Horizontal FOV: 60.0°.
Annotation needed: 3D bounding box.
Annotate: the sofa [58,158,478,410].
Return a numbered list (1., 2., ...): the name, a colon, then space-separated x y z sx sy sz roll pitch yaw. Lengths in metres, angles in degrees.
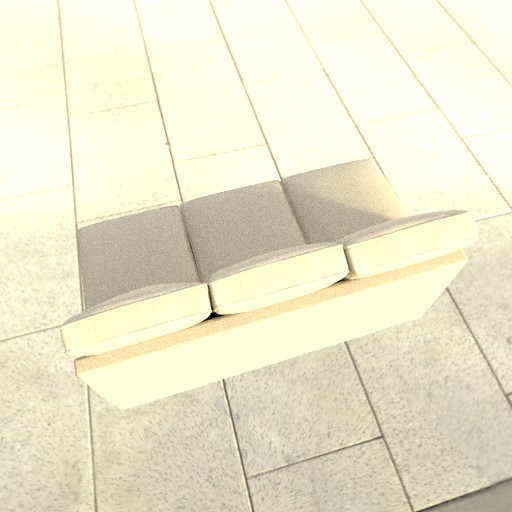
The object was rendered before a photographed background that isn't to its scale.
1. sofa: 0.000 0.000 2.541 1.962 0.973 1.027 -15 60 -9
